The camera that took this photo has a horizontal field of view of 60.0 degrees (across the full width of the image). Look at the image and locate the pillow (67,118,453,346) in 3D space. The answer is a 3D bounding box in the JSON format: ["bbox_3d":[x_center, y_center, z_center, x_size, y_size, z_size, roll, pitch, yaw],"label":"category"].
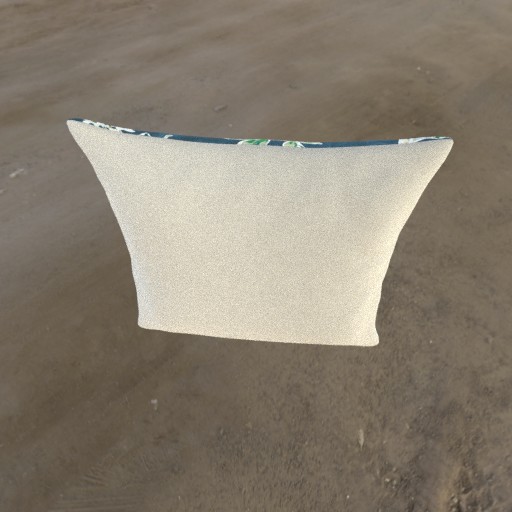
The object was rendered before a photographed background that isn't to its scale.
[{"bbox_3d":[0.000,0.000,0.782,0.525,0.508,0.166,4,47,4],"label":"pillow"}]
